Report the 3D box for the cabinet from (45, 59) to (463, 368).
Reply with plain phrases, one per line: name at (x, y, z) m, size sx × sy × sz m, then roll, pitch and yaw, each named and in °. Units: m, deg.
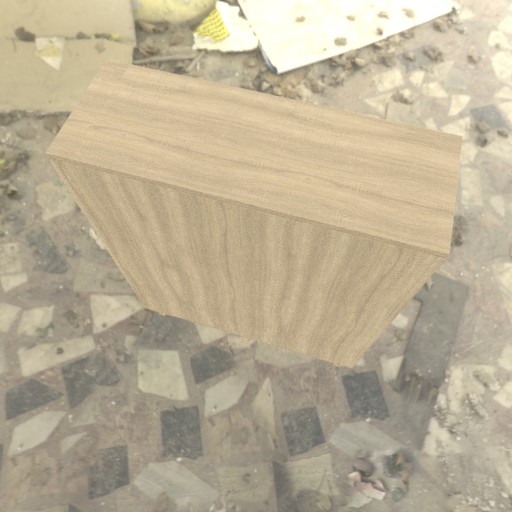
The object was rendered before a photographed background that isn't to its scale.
cabinet at (0.000, 0.000, 1.867) m, size 1.111 × 1.388 × 0.398 m, roll 15°, pitch 64°, yaw 7°
